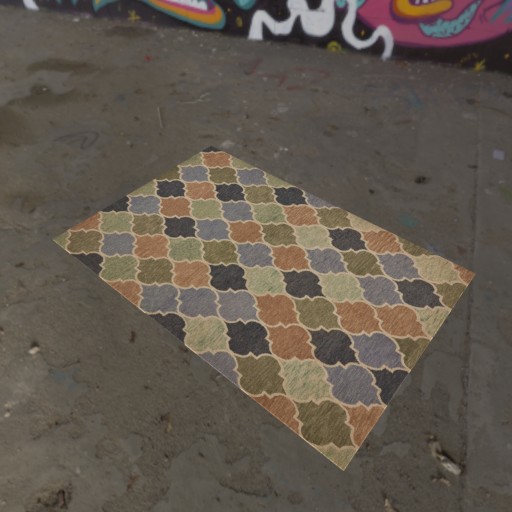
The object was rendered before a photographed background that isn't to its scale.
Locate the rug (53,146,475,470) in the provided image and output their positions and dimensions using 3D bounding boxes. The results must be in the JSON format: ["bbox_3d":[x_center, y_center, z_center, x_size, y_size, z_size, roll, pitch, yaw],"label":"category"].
[{"bbox_3d":[0.000,0.000,2.292,1.828,0.006,1.216,31,53,27],"label":"rug"}]
